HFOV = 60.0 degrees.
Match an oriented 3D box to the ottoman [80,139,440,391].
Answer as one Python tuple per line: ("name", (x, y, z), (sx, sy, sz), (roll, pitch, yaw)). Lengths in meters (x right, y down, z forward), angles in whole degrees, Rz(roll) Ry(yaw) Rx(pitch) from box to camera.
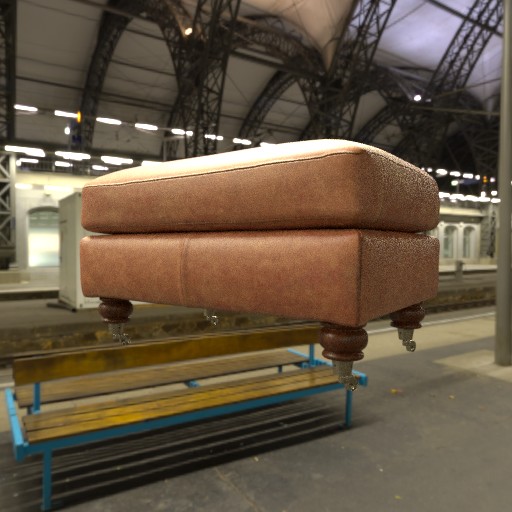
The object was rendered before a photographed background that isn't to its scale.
("ottoman", (0.000, 0.000, 1.196), (0.852, 0.507, 0.565), (1, 2, 36))
